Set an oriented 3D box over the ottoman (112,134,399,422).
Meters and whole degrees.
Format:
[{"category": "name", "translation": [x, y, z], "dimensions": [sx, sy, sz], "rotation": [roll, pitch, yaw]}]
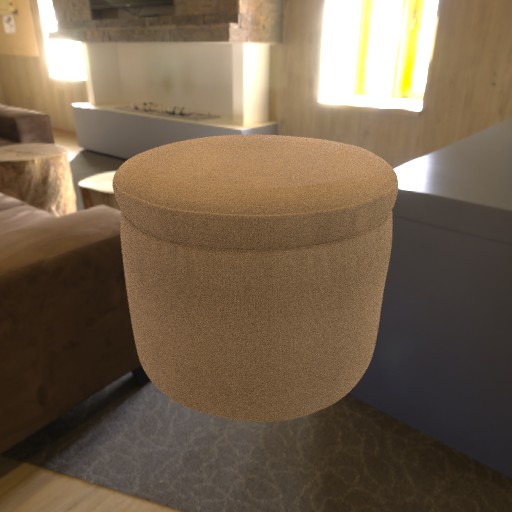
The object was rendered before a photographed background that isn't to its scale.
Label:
[{"category": "ottoman", "translation": [0.000, 0.000, 0.866], "dimensions": [0.497, 0.409, 0.497], "rotation": [0, 26, 0]}]
